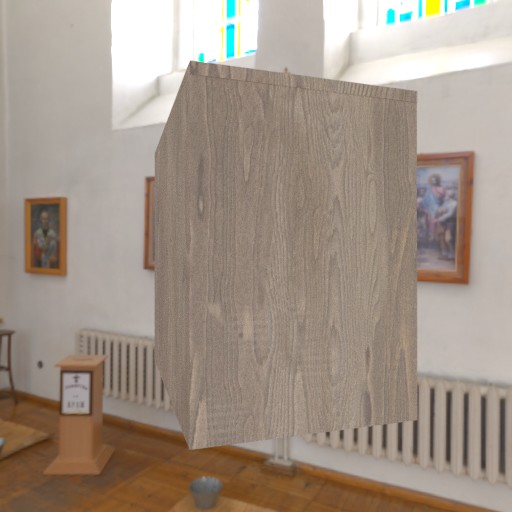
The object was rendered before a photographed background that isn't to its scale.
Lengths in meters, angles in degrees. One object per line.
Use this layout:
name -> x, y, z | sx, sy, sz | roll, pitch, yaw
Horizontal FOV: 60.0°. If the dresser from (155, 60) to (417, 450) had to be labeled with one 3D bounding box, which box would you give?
dresser -> 0.000, 0.000, 1.332 | 0.529, 0.762, 0.809 | 0, 0, -18
